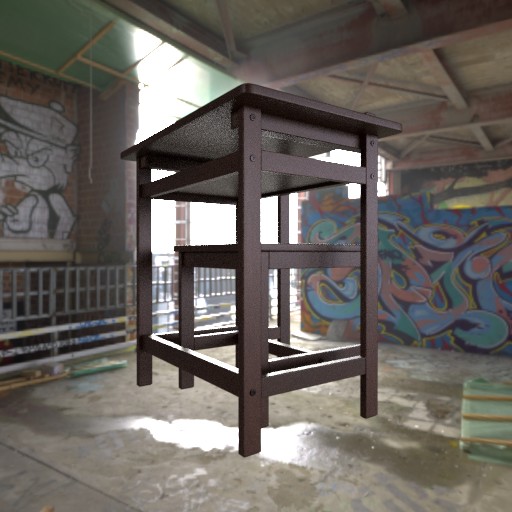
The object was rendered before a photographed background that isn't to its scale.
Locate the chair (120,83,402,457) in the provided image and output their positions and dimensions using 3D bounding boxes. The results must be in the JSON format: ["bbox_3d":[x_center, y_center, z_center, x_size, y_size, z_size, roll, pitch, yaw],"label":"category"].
[{"bbox_3d":[0.000,0.000,1.058,0.463,0.673,0.599,0,0,-35],"label":"chair"}]
